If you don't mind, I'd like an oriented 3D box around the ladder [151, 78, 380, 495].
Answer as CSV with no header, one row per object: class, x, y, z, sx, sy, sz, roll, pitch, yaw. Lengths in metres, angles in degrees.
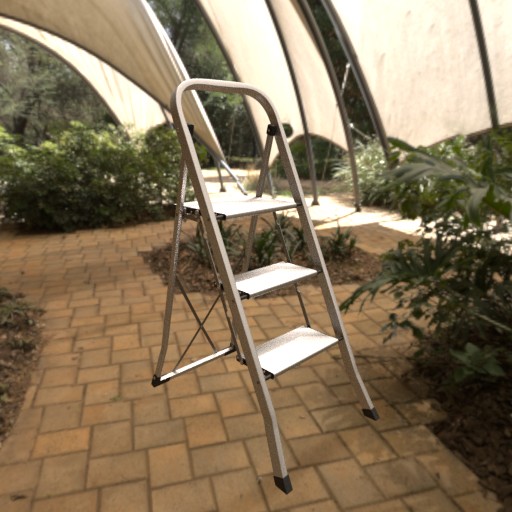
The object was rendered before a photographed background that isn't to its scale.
ladder,0.000,0.000,1.416,0.465,1.070,0.704,-15,21,-42
